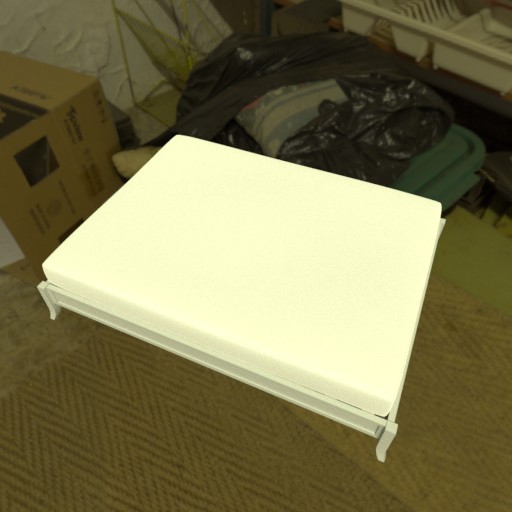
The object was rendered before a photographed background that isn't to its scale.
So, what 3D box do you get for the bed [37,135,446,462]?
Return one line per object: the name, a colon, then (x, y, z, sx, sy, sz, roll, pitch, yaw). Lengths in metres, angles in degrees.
bed: (0.000, 0.000, 2.801, 2.108, 0.510, 1.604, 18, 49, 16)
